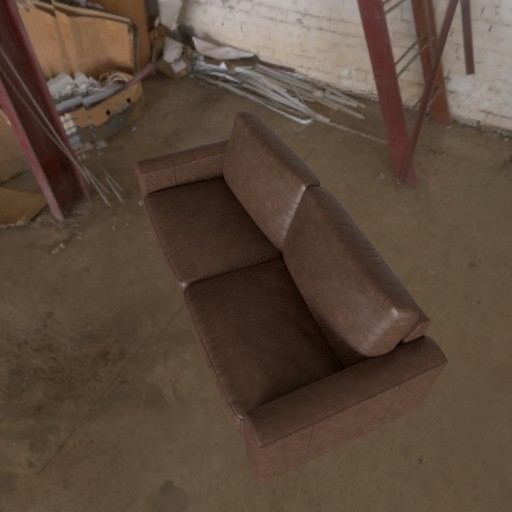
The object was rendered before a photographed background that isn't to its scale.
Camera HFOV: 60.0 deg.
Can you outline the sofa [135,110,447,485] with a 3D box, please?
[{"bbox_3d":[0.000,0.000,2.698,1.016,0.873,2.179,-18,50,-16],"label":"sofa"}]
